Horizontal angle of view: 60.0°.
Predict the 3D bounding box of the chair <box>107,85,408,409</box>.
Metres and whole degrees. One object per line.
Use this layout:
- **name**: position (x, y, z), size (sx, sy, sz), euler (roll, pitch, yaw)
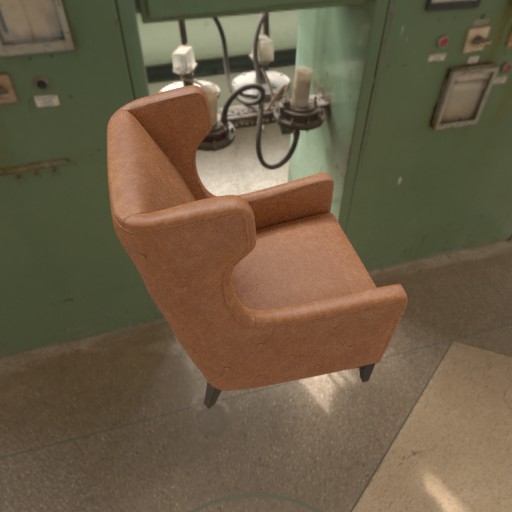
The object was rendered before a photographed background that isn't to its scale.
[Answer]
- **chair**: position (0.000, 0.000, 1.691), size (0.899, 1.079, 0.766), euler (-11, 47, -10)
